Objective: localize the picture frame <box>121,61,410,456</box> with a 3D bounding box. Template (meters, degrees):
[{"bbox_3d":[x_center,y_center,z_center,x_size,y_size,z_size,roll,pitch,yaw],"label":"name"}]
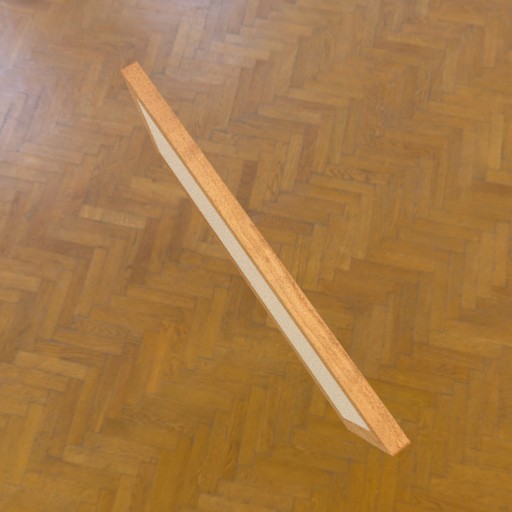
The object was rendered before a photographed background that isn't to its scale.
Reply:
[{"bbox_3d":[0.000,0.000,0.652,0.045,0.234,0.582,-33,78,-8],"label":"picture frame"}]
